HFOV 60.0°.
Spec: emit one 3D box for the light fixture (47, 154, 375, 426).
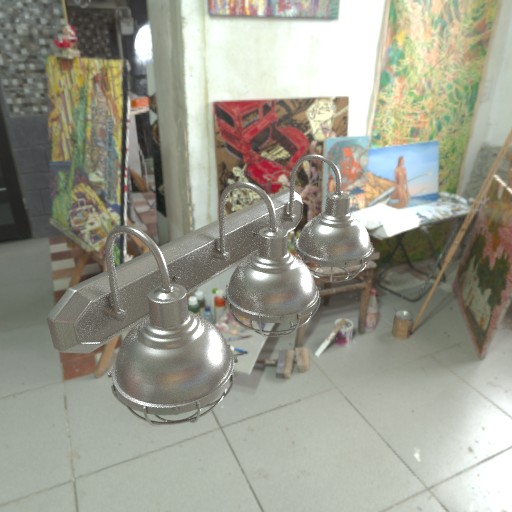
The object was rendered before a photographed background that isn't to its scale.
[{"bbox_3d":[0.000,0.000,0.758,0.229,0.254,0.634,17,31,32],"label":"light fixture"}]
